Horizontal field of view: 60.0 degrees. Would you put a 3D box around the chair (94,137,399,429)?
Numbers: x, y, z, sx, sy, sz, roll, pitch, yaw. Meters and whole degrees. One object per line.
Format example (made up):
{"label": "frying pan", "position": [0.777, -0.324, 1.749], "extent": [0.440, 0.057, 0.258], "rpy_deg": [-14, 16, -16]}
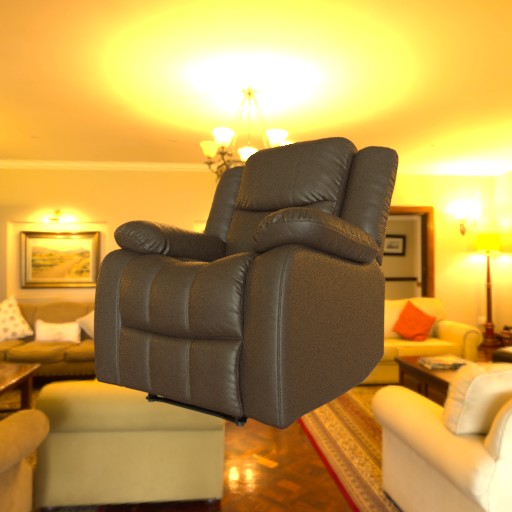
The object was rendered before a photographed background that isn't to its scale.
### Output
{"label": "chair", "position": [0.000, 0.000, 1.713], "extent": [0.899, 1.009, 0.934], "rpy_deg": [-1, -1, 36]}
